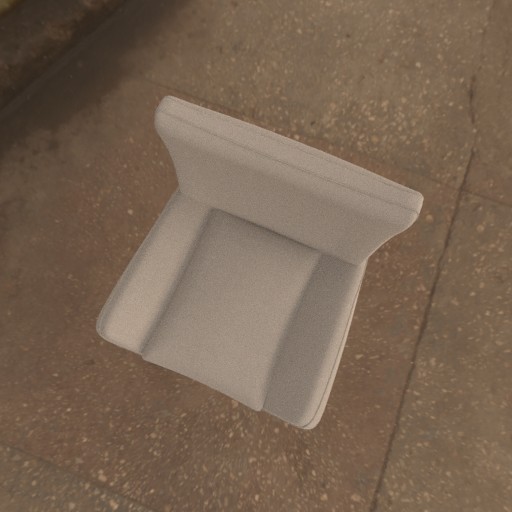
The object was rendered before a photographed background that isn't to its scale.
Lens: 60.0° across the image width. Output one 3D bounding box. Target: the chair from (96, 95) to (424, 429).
[{"bbox_3d":[0.000,0.000,1.651,0.859,0.855,1.008,23,77,6],"label":"chair"}]
